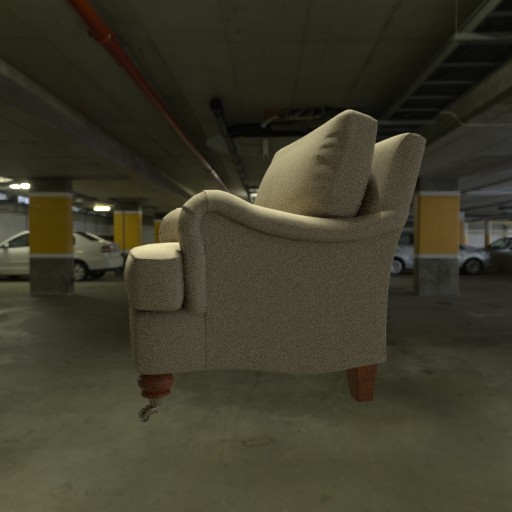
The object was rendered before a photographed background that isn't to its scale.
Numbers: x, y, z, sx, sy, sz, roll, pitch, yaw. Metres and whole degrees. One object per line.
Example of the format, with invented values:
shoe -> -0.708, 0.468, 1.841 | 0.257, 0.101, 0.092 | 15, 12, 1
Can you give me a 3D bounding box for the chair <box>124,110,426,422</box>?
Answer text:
chair -> 0.000, 0.000, 1.885 | 1.078, 1.076, 0.895 | 0, 2, -17
